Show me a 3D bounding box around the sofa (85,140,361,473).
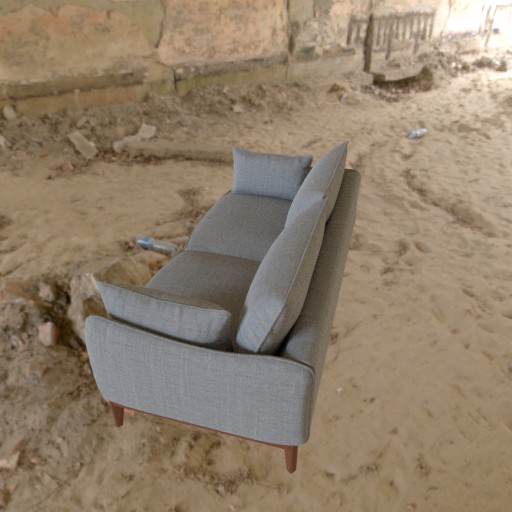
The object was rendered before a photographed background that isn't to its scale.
[{"bbox_3d":[0.000,0.000,2.495,0.972,0.851,1.989,9,33,14],"label":"sofa"}]
